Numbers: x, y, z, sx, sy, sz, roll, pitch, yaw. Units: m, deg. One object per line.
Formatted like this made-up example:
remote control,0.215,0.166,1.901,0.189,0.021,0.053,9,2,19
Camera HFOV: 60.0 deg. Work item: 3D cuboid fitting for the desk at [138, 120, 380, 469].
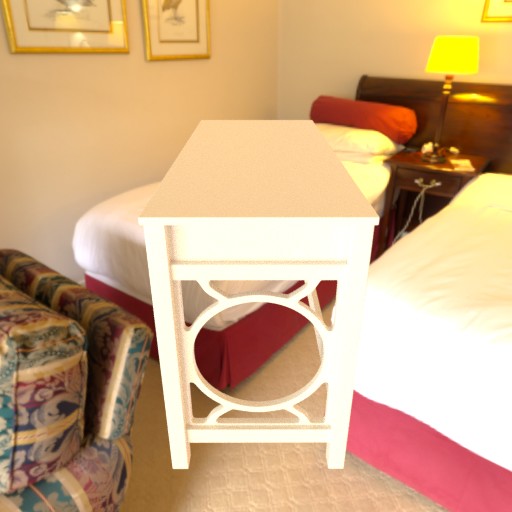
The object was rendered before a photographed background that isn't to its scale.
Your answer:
desk,0.000,0.000,1.606,0.504,0.762,1.191,0,26,0
